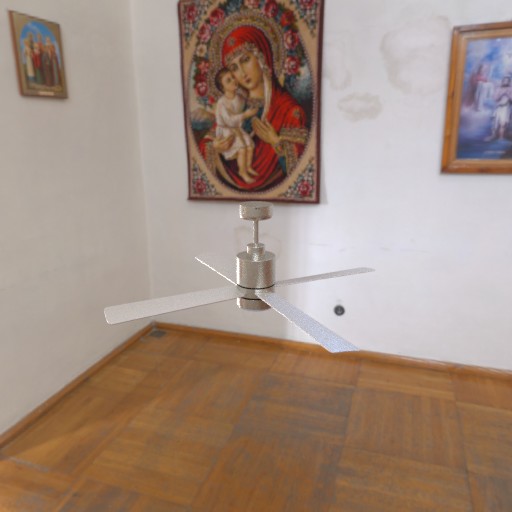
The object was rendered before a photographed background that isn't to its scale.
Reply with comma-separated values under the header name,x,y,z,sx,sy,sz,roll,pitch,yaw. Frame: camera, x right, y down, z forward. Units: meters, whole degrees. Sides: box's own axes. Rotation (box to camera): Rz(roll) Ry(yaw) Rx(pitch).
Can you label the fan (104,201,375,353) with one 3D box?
name,x,y,z,sx,sy,sz,roll,pitch,yaw
fan,0.000,0.000,2.282,1.525,0.539,1.525,-8,18,-25
